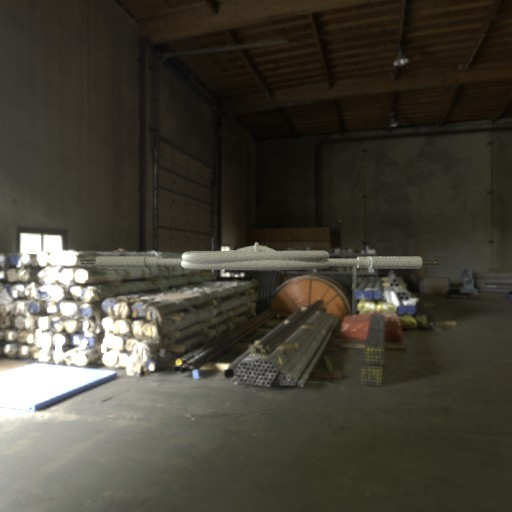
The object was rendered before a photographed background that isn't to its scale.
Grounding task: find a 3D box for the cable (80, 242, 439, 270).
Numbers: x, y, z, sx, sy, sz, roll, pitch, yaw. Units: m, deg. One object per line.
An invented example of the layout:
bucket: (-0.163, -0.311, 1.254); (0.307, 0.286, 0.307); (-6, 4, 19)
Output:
cable: (0.000, 0.000, 0.208); (0.186, 0.014, 0.070); (0, 0, 1)
